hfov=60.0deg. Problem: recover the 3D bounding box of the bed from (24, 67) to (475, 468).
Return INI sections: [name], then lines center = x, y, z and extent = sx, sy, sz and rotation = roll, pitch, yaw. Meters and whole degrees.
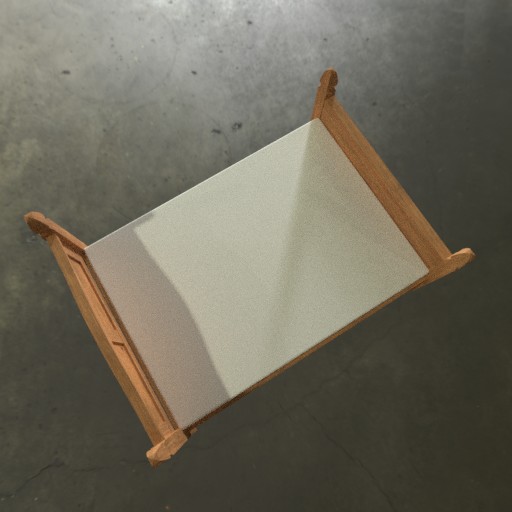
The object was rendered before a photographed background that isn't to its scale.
[bed]
center = 0.000, 0.000, 2.866
extent = 2.069, 1.100, 1.490
rotation = -31, 78, -7
